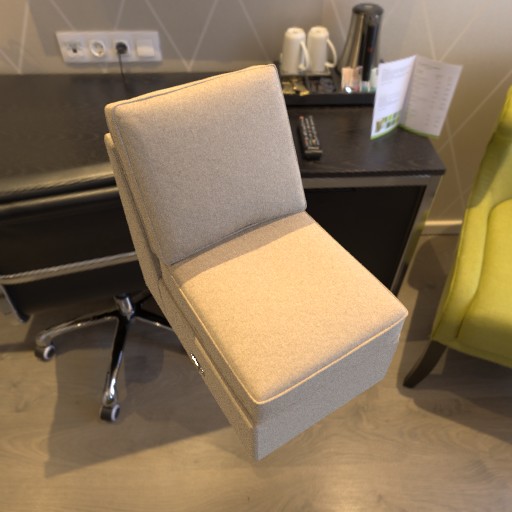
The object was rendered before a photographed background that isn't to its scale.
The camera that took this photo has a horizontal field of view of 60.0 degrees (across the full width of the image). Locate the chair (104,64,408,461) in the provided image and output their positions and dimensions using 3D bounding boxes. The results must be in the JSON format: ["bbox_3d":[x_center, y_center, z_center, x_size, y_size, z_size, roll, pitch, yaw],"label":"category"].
[{"bbox_3d":[0.000,0.000,1.663,0.674,1.058,1.020,-25,51,-22],"label":"chair"}]
